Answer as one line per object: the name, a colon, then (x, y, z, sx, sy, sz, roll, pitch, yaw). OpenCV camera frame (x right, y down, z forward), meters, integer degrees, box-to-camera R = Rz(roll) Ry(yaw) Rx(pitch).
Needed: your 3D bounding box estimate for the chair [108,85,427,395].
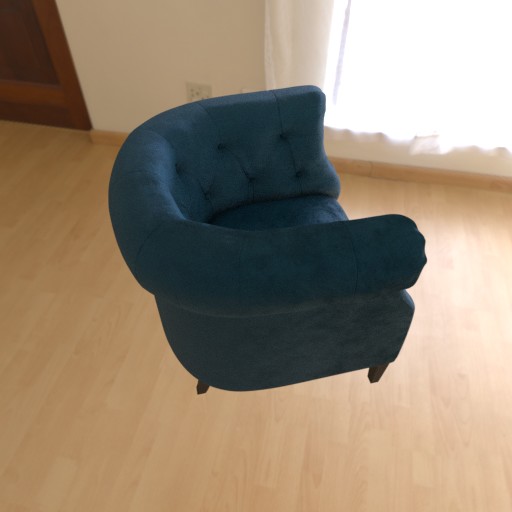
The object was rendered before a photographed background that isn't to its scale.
chair: (0.000, 0.000, 1.545, 0.851, 0.826, 0.904, -10, 48, -9)
